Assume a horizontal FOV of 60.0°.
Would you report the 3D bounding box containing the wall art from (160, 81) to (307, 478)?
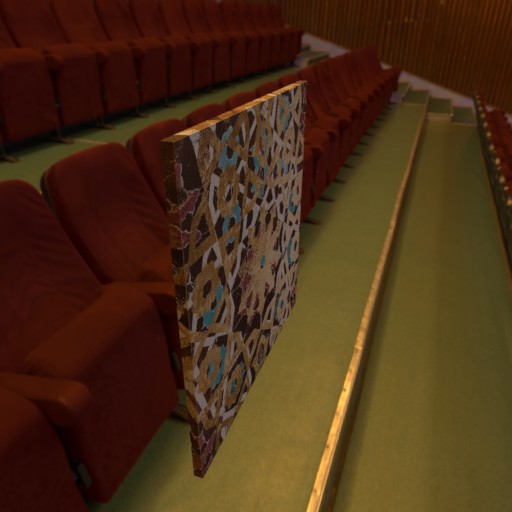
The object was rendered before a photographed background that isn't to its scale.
[{"bbox_3d":[0.000,0.000,1.142,0.028,0.762,0.757,10,30,18],"label":"wall art"}]
